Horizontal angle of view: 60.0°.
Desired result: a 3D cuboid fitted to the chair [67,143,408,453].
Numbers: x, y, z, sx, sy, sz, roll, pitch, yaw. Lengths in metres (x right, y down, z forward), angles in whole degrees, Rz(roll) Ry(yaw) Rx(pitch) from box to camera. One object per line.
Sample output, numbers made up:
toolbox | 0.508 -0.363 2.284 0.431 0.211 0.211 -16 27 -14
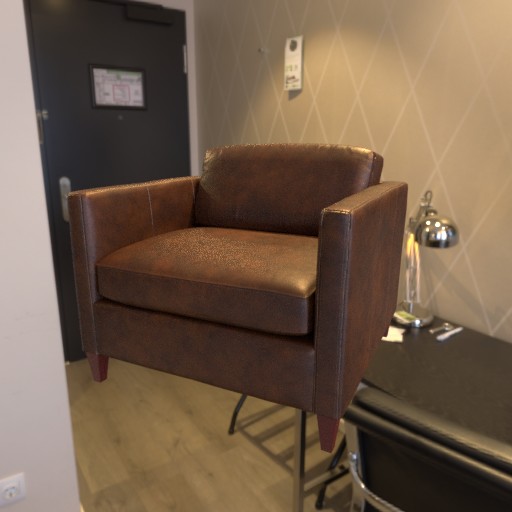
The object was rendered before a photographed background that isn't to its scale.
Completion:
chair | 0.000 0.000 1.749 0.990 0.864 0.975 7 16 25
